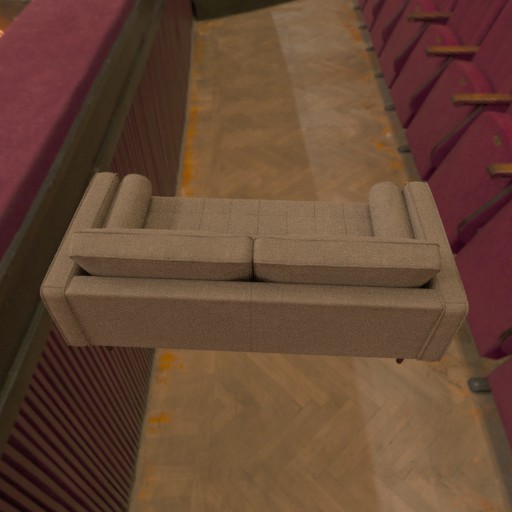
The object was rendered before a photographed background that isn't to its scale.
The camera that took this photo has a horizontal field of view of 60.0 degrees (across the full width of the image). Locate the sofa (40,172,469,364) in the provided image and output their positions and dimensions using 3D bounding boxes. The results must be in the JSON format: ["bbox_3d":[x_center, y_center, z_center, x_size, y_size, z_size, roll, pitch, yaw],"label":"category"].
[{"bbox_3d":[0.000,0.000,2.326,1.879,0.762,0.914,2,47,2],"label":"sofa"}]
